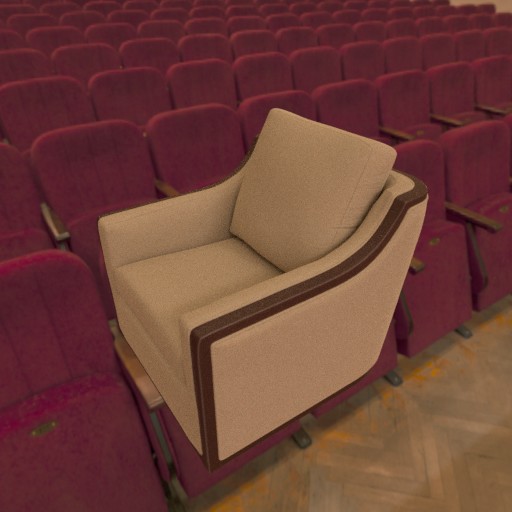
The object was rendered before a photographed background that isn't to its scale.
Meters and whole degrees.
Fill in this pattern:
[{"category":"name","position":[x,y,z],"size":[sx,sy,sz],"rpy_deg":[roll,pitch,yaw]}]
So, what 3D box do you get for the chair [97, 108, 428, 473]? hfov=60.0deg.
[{"category":"chair","position":[0.000,0.000,1.700],"size":[0.950,0.930,0.870],"rpy_deg":[-20,37,-29]}]
